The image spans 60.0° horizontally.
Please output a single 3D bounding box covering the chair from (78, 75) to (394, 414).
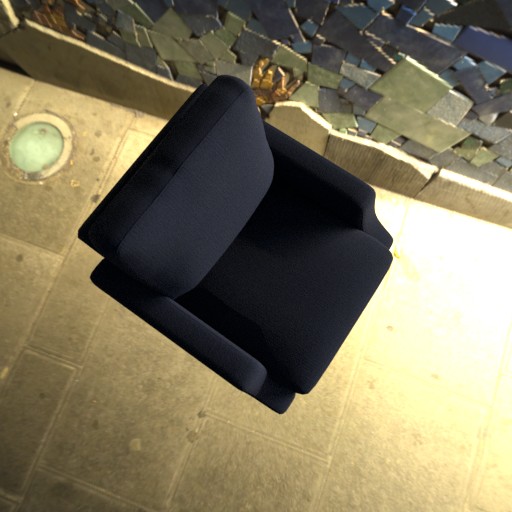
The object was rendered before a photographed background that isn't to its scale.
[{"bbox_3d":[0.000,0.000,1.670,0.897,0.991,0.855,34,77,9],"label":"chair"}]
